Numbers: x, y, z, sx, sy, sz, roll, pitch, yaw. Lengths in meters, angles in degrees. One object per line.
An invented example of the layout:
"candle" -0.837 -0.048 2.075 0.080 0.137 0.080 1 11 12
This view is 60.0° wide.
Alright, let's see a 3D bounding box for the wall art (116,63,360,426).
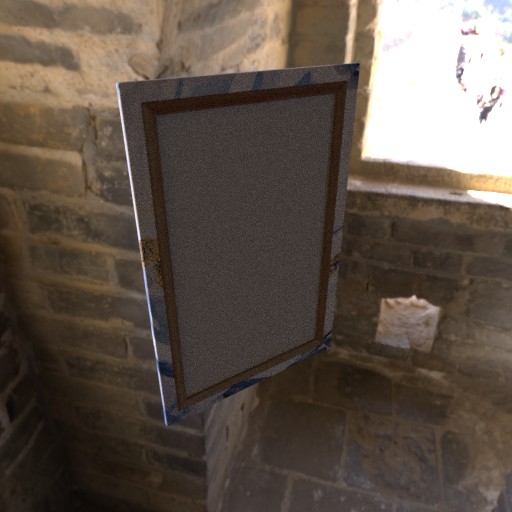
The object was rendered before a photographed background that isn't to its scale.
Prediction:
"wall art" 0.000 0.000 1.180 0.610 0.914 0.016 -18 34 -29
